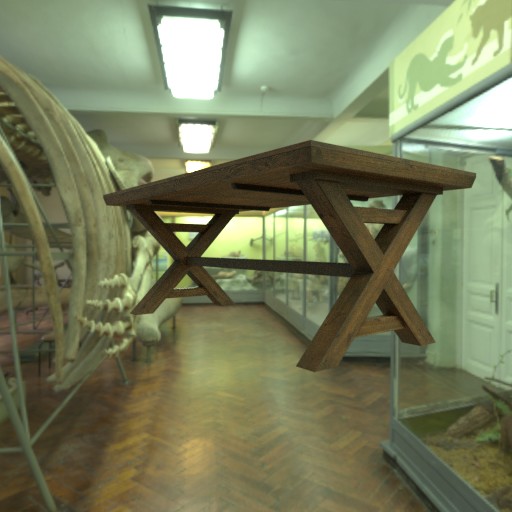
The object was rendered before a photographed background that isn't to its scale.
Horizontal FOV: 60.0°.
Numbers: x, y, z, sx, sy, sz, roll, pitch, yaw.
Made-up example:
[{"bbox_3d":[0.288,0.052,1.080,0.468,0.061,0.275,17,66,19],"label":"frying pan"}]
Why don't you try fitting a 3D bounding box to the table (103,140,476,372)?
[{"bbox_3d":[0.000,0.000,2.522,1.071,0.793,1.966,-1,2,-37],"label":"table"}]
